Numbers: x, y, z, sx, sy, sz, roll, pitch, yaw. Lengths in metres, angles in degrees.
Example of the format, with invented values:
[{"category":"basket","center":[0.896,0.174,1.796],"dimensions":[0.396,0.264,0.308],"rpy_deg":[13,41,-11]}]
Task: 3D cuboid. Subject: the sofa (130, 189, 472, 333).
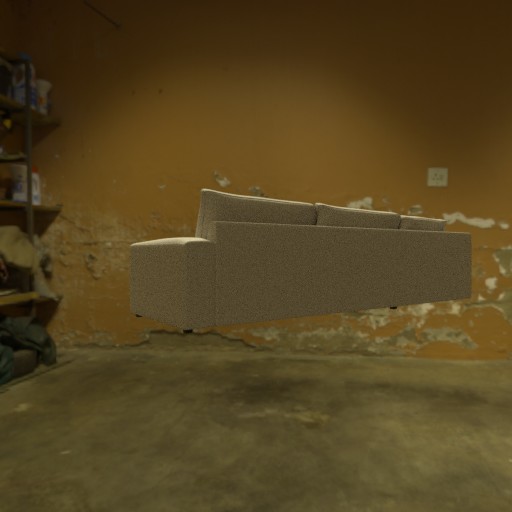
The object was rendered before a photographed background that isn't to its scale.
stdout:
[{"category":"sofa","center":[0.000,0.000,4.820],"dimensions":[3.206,0.918,3.066],"rpy_deg":[0,1,-35]}]
